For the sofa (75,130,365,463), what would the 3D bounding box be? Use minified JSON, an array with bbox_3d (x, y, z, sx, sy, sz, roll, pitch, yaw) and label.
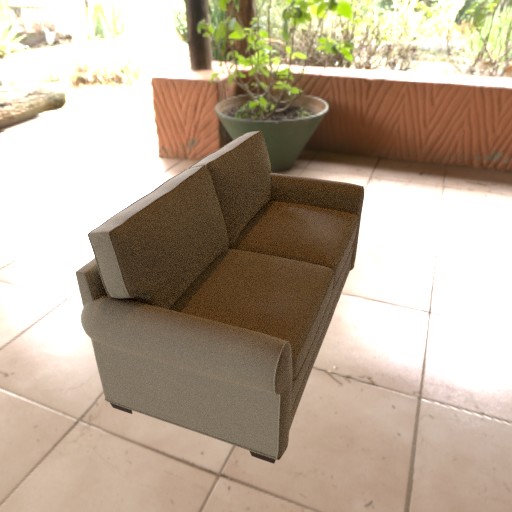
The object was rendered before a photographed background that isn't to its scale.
[{"bbox_3d":[0.000,0.000,2.336,0.861,0.933,1.774,11,32,18],"label":"sofa"}]
